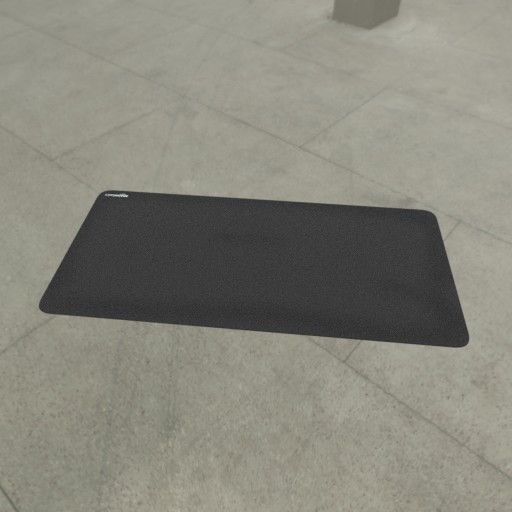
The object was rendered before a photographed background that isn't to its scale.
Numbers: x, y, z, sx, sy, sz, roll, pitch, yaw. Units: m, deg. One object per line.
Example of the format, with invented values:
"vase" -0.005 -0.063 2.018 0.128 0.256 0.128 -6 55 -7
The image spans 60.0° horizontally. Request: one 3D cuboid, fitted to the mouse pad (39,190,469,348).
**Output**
"mouse pad" 0.000 0.000 1.056 0.907 0.003 0.424 4 46 4
